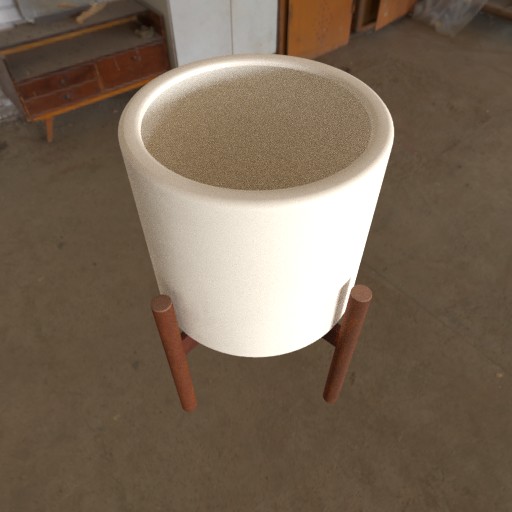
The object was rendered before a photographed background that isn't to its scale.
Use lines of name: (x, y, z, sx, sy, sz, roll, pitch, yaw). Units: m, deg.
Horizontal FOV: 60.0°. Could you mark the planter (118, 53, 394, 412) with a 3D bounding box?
planter: (0.000, 0.000, 0.499, 0.224, 0.358, 0.224, -3, 49, -2)
